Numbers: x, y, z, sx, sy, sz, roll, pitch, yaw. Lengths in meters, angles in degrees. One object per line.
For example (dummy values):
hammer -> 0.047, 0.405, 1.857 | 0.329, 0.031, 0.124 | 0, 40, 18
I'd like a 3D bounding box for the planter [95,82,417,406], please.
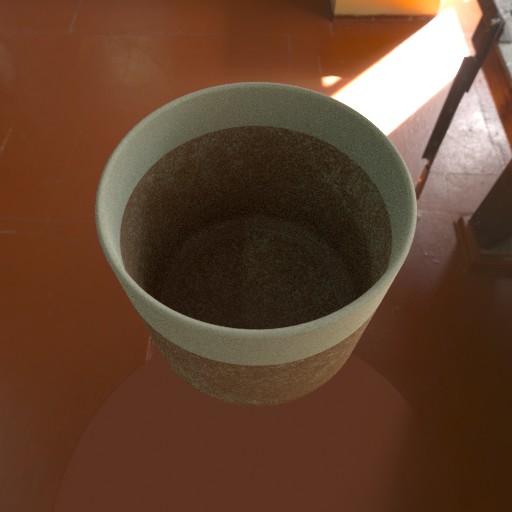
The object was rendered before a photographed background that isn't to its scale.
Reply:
planter -> 0.000, 0.000, 0.280 | 0.159, 0.138, 0.159 | 0, 60, 0
